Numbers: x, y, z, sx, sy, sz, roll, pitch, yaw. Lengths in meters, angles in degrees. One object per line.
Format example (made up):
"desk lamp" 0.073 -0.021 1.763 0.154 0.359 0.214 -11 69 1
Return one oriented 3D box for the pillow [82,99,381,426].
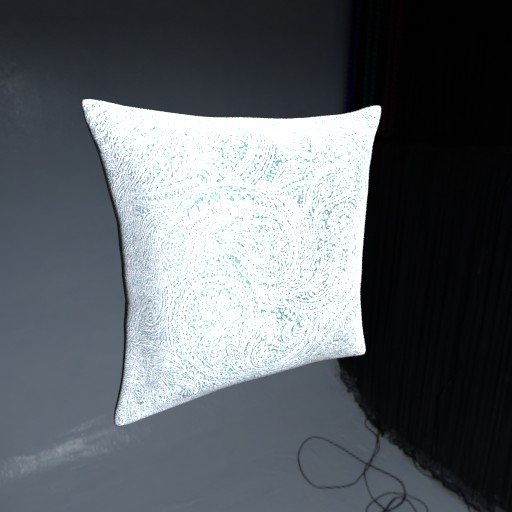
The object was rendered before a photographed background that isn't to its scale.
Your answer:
"pillow" 0.000 0.000 0.773 0.526 0.507 0.166 -9 19 -27
